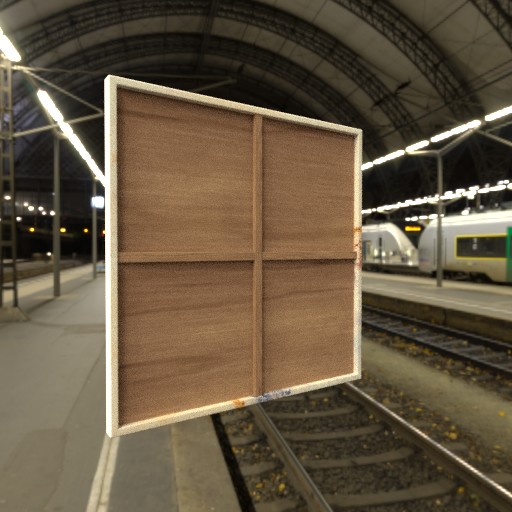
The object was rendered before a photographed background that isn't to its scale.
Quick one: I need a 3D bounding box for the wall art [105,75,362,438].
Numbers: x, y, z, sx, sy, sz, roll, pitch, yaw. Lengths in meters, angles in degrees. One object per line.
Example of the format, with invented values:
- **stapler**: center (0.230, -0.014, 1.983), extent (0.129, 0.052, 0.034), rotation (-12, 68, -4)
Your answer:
- **wall art**: center (0.000, 0.000, 1.347), extent (0.889, 0.889, 0.038), rotation (-1, 1, -34)
